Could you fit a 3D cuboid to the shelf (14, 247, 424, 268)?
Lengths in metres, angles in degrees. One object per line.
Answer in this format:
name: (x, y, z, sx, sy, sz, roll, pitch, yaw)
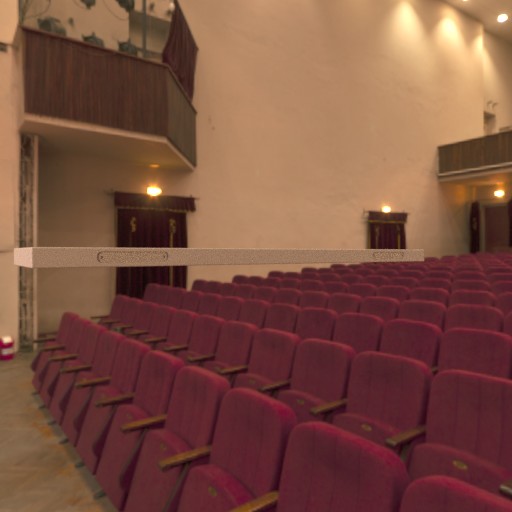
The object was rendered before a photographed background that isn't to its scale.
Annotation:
shelf: (0.000, 0.000, 0.648, 0.610, 0.020, 0.140, 0, 1, -35)
